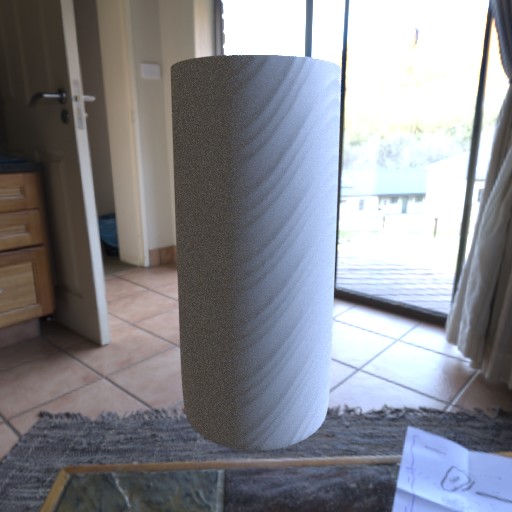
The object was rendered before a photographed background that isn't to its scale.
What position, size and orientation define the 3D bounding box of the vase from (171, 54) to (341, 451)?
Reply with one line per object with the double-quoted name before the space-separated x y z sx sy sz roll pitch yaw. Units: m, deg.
"vase" 0.000 0.000 0.402 0.143 0.316 0.143 0 15 0
